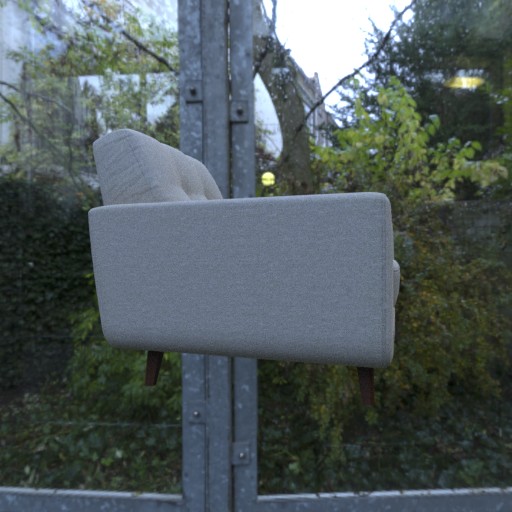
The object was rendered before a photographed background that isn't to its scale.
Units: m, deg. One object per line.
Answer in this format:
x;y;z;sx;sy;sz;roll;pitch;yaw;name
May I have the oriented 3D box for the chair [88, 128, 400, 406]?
0.000;0.000;1.827;1.128;0.965;0.897;0;0;17;chair
